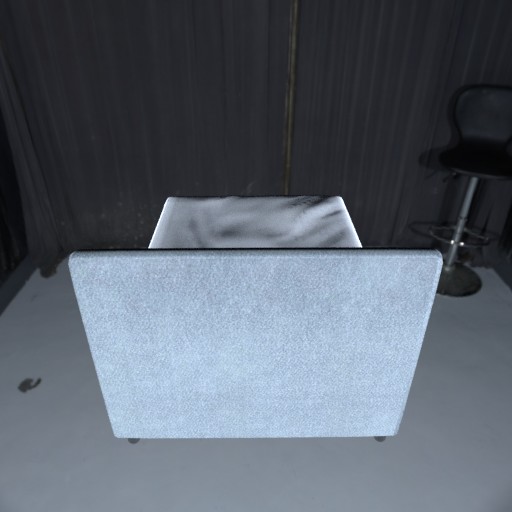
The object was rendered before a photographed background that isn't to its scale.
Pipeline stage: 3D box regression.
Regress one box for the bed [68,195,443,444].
[{"bbox_3d":[0.000,0.000,3.147,1.713,1.330,2.142,0,32,0],"label":"bed"}]
